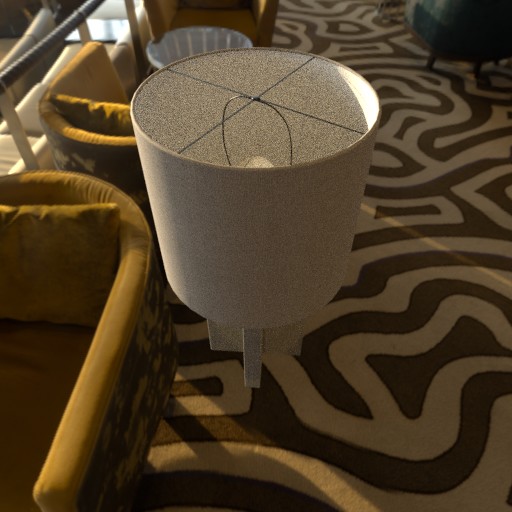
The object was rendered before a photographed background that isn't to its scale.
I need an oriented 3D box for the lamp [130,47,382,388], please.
[{"bbox_3d":[0.000,0.000,0.564,0.229,0.428,0.229,3,47,3],"label":"lamp"}]
